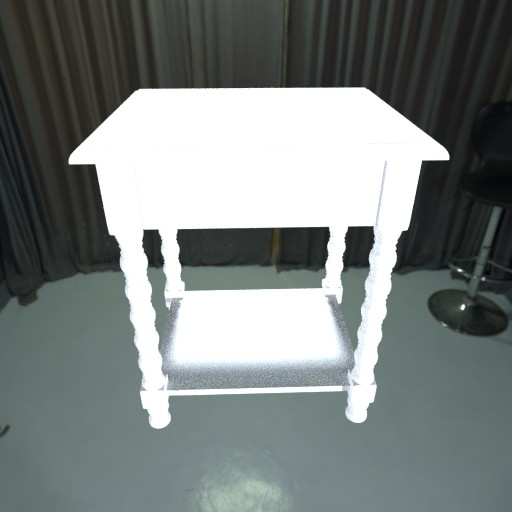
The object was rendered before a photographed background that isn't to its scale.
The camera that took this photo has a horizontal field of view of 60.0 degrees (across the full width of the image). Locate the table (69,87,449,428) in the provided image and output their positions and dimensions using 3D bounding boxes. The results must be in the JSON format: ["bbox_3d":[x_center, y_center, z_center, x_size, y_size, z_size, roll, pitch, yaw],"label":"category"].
[{"bbox_3d":[0.000,0.000,0.825,0.460,0.531,0.381,-1,31,-2],"label":"table"}]
